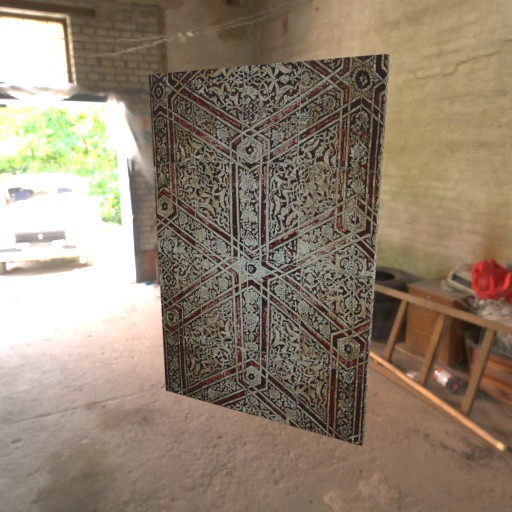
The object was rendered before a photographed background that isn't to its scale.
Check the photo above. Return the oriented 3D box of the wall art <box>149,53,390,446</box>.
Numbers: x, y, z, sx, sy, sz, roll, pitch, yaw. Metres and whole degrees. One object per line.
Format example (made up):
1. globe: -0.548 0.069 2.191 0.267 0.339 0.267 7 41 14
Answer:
1. wall art: 0.000 0.000 1.134 0.599 0.904 0.030 7 15 25
